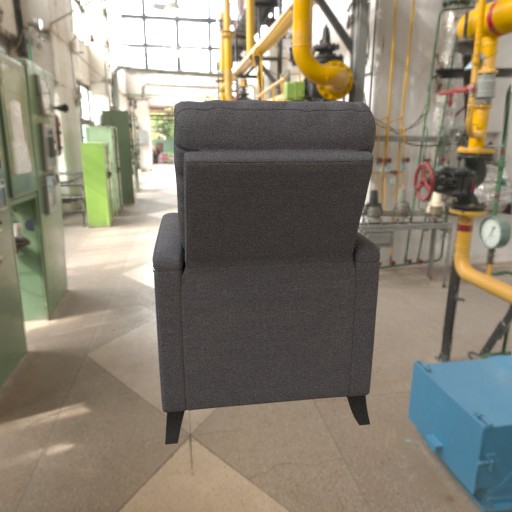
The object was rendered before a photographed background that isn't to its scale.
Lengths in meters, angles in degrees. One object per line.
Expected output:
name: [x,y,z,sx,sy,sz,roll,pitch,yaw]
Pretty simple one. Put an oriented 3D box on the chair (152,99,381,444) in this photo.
chair: [0.000,0.000,1.651,0.710,1.049,0.922,-2,15,-8]
